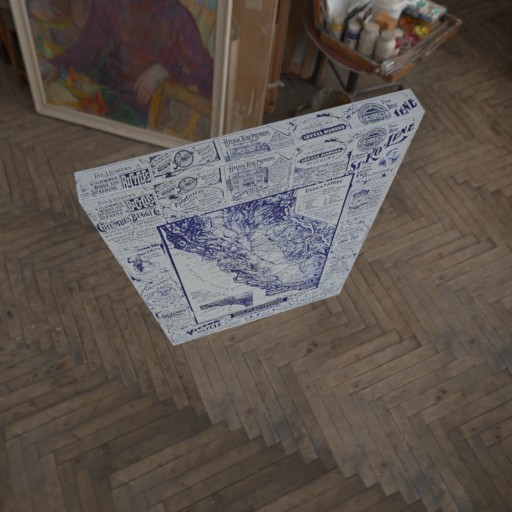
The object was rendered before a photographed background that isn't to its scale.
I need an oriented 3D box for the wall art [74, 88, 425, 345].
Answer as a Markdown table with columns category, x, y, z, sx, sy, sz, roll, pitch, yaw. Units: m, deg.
| category | x | y | z | sx | sy | sz | roll | pitch | yaw |
| --- | --- | --- | --- | --- | --- | --- | --- | --- | --- |
| wall art | 0.000 | 0.000 | 0.484 | 0.255 | 0.376 | 0.025 | -16 | 65 | -8 |
